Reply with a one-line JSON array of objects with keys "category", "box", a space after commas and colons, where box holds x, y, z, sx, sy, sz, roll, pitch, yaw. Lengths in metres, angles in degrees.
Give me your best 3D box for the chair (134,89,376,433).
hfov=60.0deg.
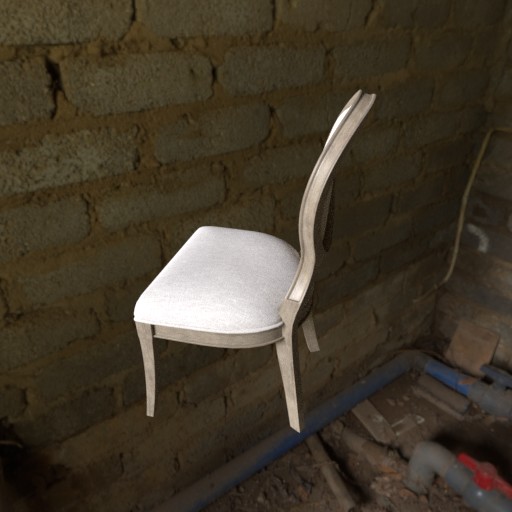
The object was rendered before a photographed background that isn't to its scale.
[{"category": "chair", "box": [0.000, 0.000, 1.372, 0.602, 0.990, 0.558, 7, 30, 12]}]
